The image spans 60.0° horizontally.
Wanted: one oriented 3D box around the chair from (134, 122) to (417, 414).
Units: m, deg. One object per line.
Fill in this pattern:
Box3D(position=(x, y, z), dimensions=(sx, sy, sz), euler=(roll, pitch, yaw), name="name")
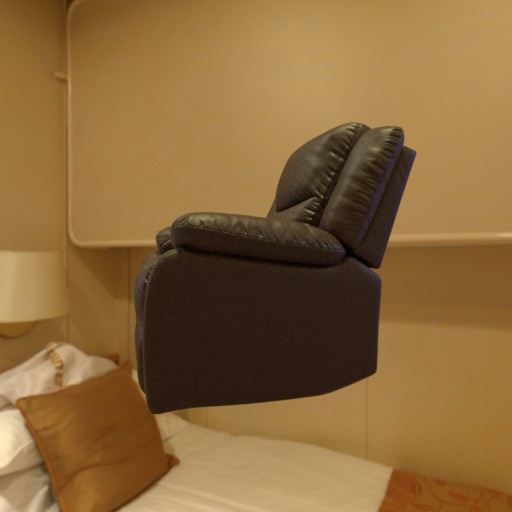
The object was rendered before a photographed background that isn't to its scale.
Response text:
Box3D(position=(0.000, 0.000, 1.765), dimensions=(0.934, 1.009, 0.899), euler=(0, 0, -17), name="chair")
